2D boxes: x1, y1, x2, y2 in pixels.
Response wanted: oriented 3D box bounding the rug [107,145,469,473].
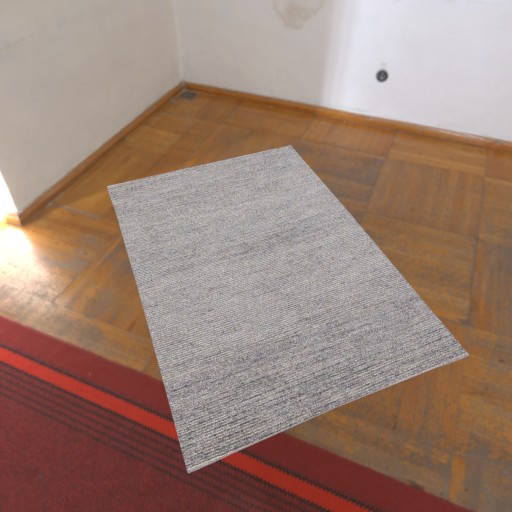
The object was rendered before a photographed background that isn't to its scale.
[{"bbox_3d":[0.000,0.000,2.958,1.604,0.030,2.307,-16,48,-15],"label":"rug"}]
